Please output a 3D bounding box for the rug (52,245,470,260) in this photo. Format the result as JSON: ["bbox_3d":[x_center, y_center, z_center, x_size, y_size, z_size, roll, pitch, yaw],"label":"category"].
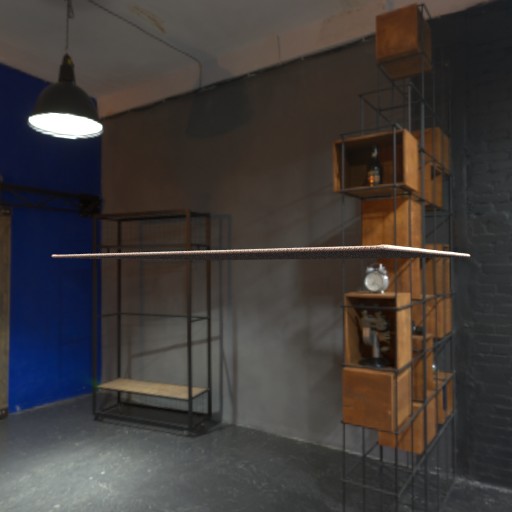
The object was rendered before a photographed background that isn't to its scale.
[{"bbox_3d":[0.000,0.000,2.321,1.840,0.015,1.225,-1,-2,36],"label":"rug"}]
